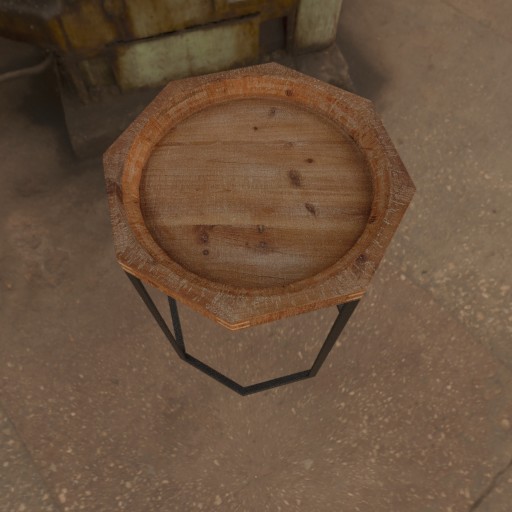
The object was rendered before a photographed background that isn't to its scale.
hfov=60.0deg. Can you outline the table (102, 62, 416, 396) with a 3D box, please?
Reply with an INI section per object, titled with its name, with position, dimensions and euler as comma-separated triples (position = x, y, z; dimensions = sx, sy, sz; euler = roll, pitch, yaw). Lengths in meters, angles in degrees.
[table]
position = 0.000, 0.000, 0.882
dimensions = 0.458, 0.543, 0.458
euler = -34, 68, -16
